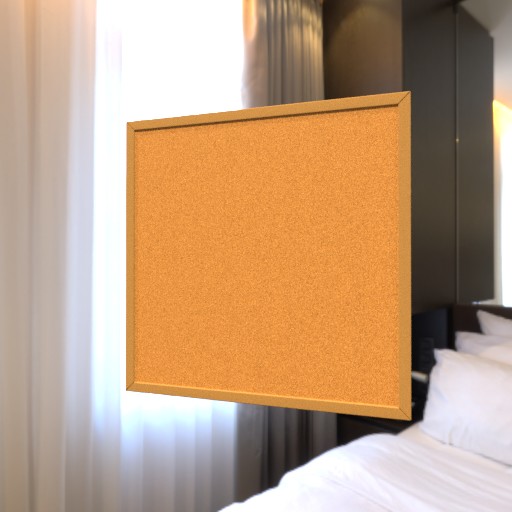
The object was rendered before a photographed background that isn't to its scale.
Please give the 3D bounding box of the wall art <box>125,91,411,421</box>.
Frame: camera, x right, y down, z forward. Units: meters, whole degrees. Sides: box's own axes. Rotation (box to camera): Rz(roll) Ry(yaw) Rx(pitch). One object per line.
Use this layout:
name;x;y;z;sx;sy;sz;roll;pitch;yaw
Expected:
wall art;0.000;0.000;1.155;0.761;0.761;0.037;0;0;18
